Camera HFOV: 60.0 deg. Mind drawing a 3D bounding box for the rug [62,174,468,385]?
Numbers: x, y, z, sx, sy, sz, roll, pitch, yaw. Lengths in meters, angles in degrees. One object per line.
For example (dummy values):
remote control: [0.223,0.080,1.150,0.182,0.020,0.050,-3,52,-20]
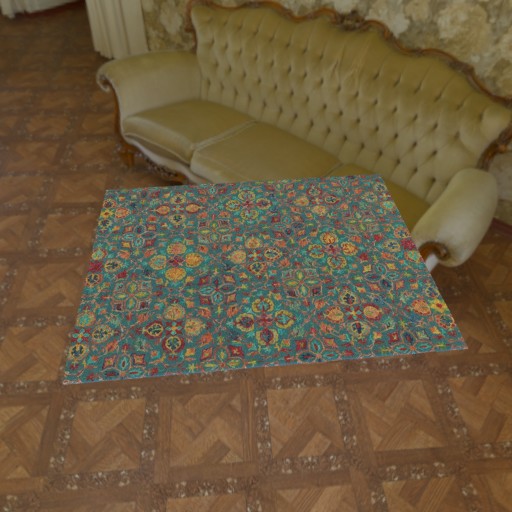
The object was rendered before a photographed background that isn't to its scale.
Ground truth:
rug: [0.000,0.000,4.317,3.204,0.025,2.434,-4,45,-4]
